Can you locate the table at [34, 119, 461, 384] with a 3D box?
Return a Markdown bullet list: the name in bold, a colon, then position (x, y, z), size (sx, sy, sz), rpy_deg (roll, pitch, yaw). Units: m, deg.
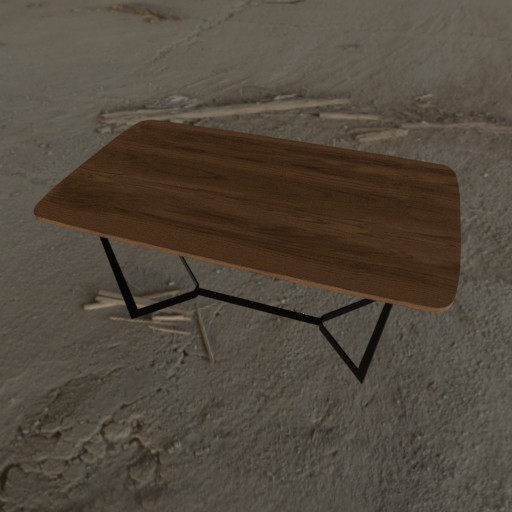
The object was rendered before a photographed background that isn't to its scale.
- **table**: position (0.000, 0.000, 2.134), size (1.643, 0.765, 0.949), rpy_deg (13, 43, 14)
